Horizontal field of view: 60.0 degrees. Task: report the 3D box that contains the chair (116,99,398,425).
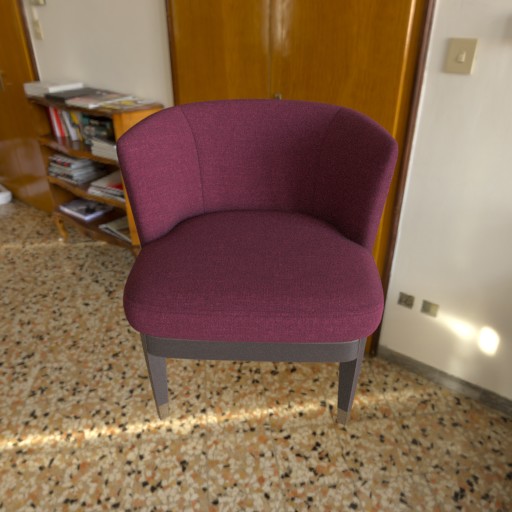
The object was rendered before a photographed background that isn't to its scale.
[{"bbox_3d":[0.000,0.000,1.269,0.700,0.760,0.660,1,28,2],"label":"chair"}]
